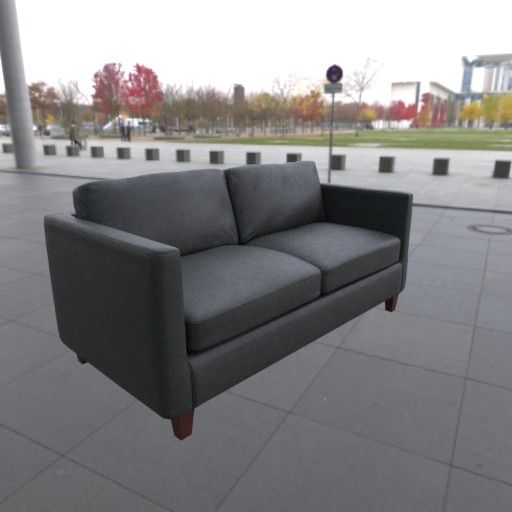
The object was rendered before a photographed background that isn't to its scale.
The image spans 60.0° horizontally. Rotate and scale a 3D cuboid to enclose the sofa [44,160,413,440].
[{"bbox_3d":[0.000,0.000,2.436,0.951,0.933,1.883,15,22,42],"label":"sofa"}]
